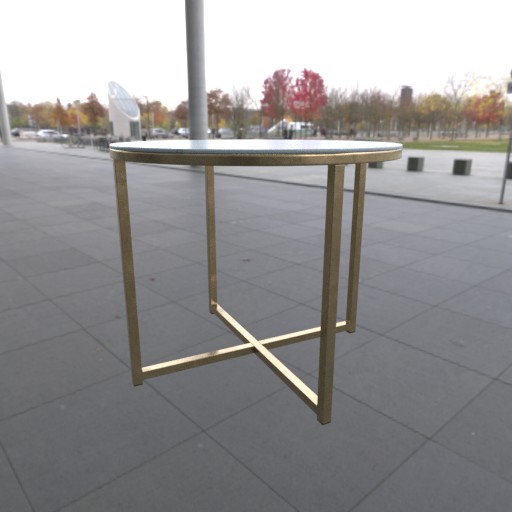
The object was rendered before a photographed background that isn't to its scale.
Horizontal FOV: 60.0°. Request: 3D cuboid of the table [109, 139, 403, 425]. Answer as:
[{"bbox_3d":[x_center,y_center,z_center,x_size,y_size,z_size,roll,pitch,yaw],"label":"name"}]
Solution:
[{"bbox_3d":[0.000,0.000,0.850,0.500,0.420,0.500,0,16,0],"label":"table"}]
